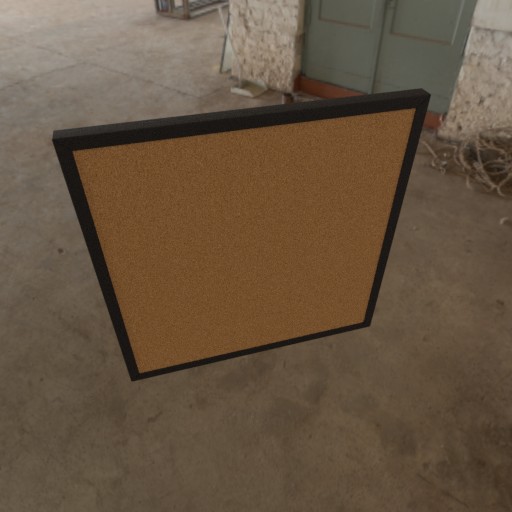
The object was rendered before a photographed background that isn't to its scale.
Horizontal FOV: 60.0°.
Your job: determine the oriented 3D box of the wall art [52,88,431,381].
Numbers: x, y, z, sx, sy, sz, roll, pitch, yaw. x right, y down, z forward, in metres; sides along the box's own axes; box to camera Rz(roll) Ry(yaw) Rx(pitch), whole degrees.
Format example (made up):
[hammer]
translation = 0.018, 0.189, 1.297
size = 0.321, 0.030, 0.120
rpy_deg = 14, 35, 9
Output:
[wall art]
translation = 0.000, 0.000, 1.127
size = 0.763, 0.763, 0.037
rpy_deg = -11, 42, -12
